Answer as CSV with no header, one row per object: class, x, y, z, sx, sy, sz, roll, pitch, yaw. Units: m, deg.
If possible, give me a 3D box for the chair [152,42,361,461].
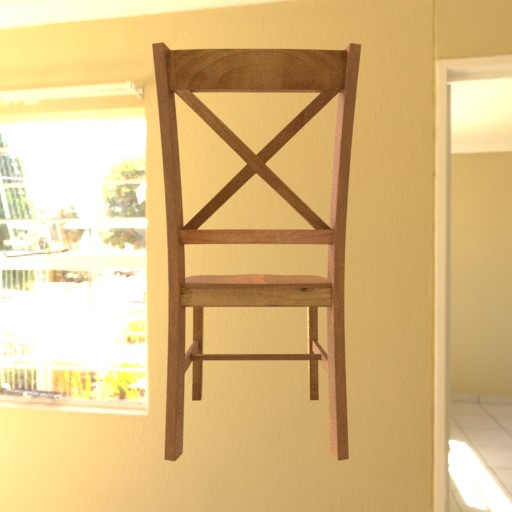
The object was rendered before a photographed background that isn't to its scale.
chair,0.000,0.000,1.274,0.485,0.983,0.542,0,0,0
